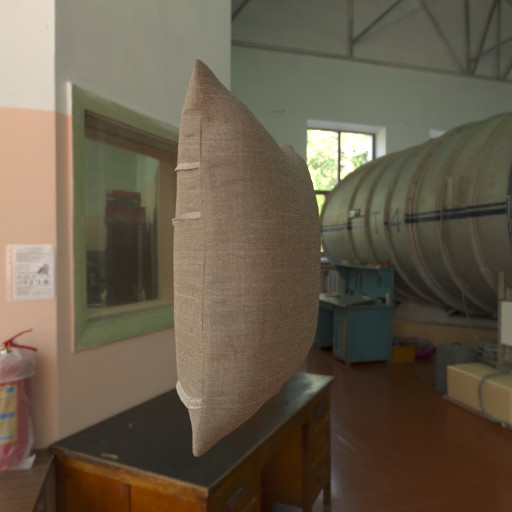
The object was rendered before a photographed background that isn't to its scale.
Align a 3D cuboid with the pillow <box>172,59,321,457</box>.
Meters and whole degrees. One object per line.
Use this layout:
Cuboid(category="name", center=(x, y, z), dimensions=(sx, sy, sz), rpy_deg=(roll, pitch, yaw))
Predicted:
Cuboid(category="pillow", center=(0.000, 0.000, 0.635), dimensions=(0.169, 0.400, 0.424), rpy_deg=(0, 1, 18))
